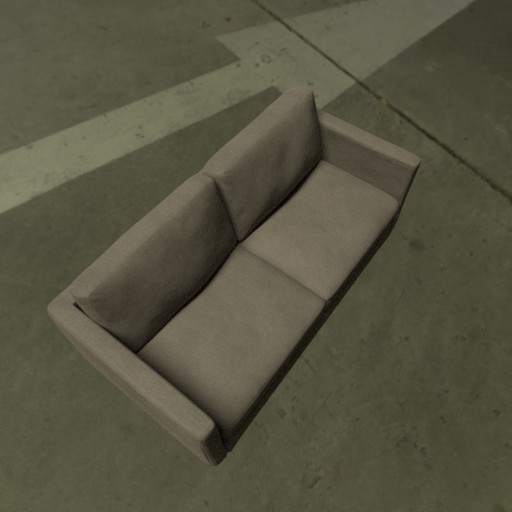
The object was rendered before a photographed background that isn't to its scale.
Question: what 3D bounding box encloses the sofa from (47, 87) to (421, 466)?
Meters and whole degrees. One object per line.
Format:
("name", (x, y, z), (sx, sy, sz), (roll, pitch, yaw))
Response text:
("sofa", (0.000, 0.000, 2.419), (0.950, 0.963, 1.884), (32, 62, 19))
